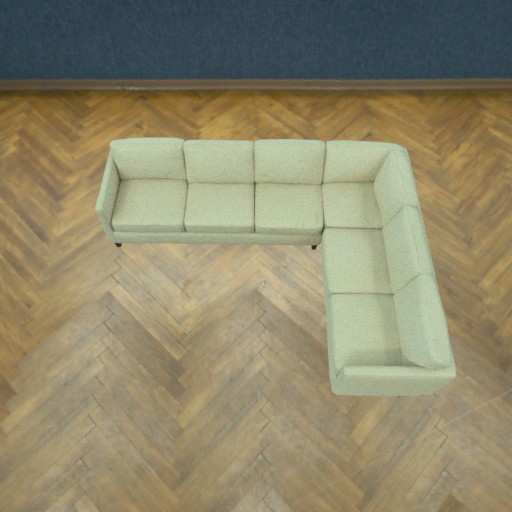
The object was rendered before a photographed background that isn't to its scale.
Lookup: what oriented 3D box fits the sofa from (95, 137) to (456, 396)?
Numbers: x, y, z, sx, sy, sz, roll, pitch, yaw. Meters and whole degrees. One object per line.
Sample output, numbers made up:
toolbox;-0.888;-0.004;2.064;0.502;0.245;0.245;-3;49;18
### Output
sofa;0.000;0.000;4.435;3.302;0.947;2.593;1;59;0
